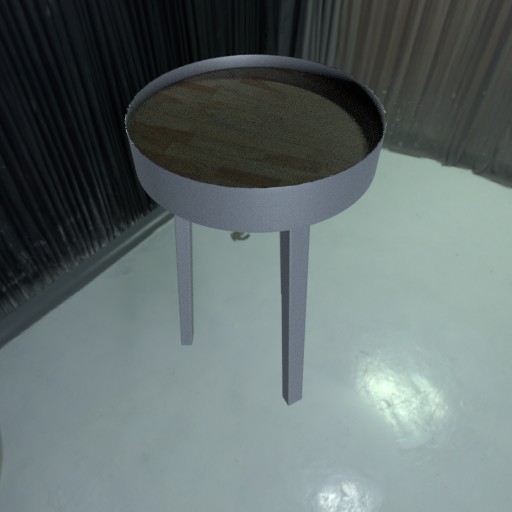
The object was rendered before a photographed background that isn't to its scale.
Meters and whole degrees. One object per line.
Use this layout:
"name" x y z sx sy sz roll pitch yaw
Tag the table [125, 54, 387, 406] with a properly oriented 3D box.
"table" 0.000 0.000 0.953 0.406 0.686 0.406 25 52 21
